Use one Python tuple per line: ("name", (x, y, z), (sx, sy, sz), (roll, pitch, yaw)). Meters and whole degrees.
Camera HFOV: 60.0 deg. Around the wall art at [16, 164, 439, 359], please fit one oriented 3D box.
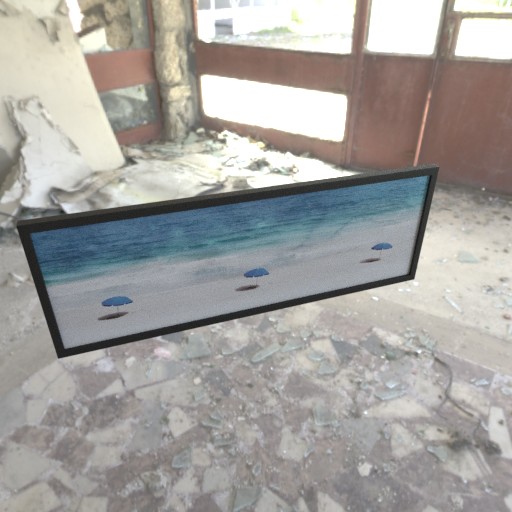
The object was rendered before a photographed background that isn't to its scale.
("wall art", (0.000, 0.000, 1.741), (1.572, 0.554, 0.041), (-10, 33, -17))
